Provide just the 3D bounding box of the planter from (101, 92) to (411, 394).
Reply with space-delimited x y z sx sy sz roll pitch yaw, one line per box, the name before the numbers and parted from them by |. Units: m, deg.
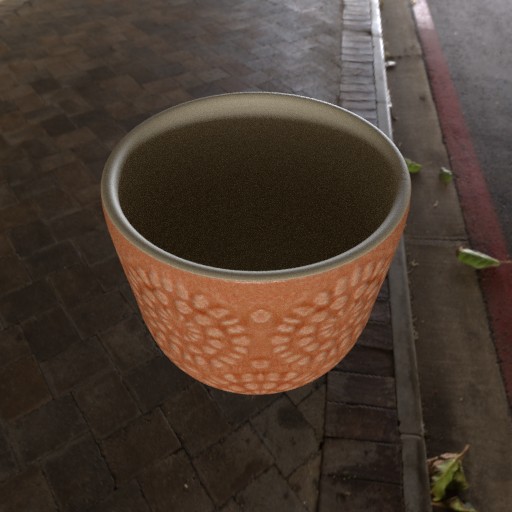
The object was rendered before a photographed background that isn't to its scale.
planter | 0.000 0.000 0.218 0.124 0.109 0.124 0 47 0
